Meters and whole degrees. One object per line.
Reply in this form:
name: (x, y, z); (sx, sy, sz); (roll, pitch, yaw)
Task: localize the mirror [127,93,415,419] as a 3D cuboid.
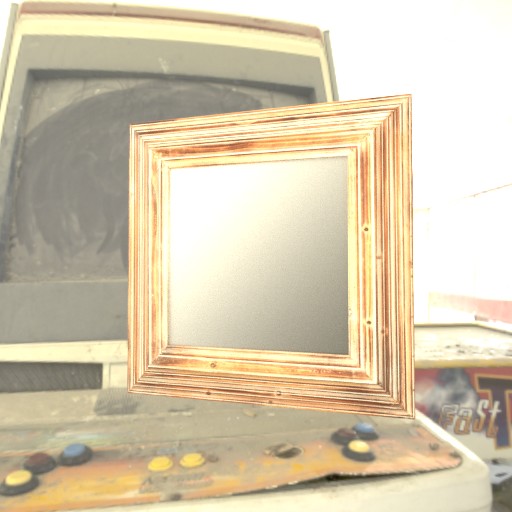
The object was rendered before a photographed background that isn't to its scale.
mirror: (0.000, 0.000, 1.198); (0.804, 0.804, 0.061); (-1, -2, 17)
